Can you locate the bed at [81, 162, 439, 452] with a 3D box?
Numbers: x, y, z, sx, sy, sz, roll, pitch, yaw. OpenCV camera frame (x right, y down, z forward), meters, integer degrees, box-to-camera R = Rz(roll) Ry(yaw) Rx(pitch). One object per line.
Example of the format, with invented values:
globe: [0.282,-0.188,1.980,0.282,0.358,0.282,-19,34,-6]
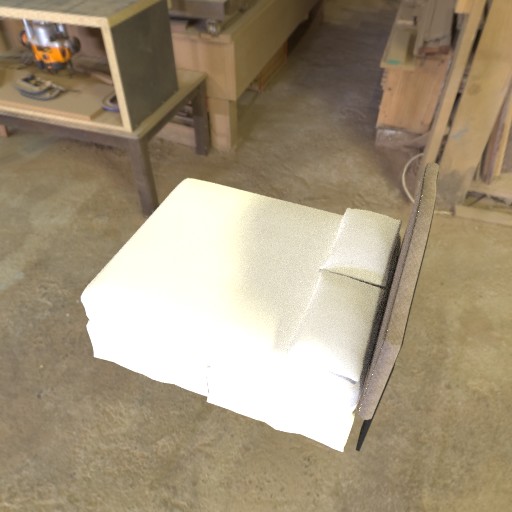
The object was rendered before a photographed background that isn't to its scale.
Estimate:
bed: [0.000,0.000,3.268,2.153,1.518,1.713,16,47,16]
